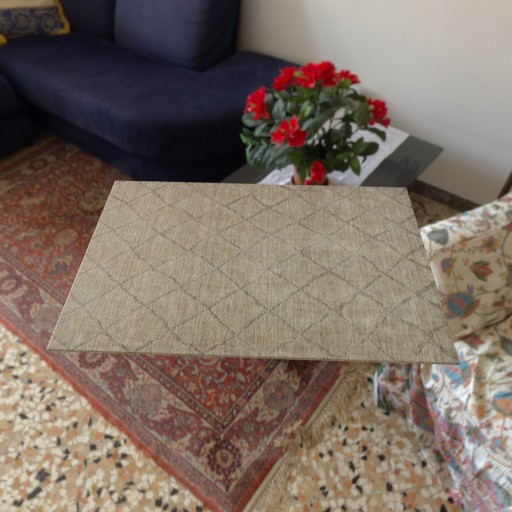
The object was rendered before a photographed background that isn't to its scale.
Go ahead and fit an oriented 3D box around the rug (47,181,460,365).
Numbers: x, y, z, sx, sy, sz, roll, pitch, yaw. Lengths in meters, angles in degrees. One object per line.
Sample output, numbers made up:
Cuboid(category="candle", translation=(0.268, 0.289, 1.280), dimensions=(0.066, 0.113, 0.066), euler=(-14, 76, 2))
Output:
Cuboid(category="rug", translation=(0.000, 0.000, 2.956), dimensions=(2.280, 0.015, 1.521), euler=(2, 47, 1))
